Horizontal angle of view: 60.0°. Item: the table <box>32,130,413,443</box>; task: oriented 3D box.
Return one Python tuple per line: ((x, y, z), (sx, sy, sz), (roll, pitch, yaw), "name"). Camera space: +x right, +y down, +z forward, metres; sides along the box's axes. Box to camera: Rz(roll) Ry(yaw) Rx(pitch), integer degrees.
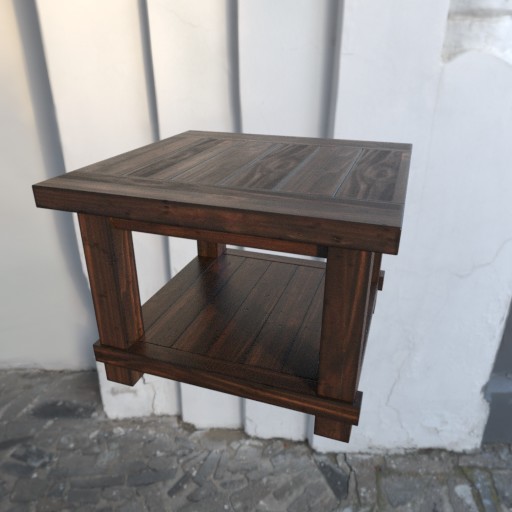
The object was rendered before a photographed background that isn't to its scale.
((0.000, 0.000, 1.011), (0.606, 0.437, 0.593), (8, 26, 17), "table")
